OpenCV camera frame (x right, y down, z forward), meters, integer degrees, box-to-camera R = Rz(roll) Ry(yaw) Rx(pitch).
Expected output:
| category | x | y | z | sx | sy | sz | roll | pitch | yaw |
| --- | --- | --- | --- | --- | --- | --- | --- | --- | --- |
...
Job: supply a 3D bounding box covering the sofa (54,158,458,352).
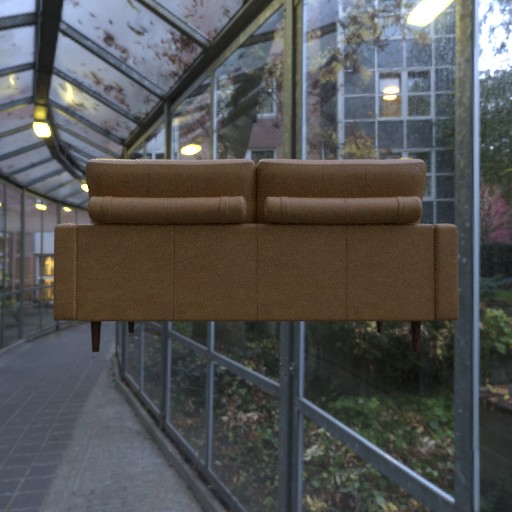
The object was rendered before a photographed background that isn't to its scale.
| category | x | y | z | sx | sy | sz | roll | pitch | yaw |
| --- | --- | --- | --- | --- | --- | --- | --- | --- | --- |
| sofa | 0.000 | 0.000 | 2.340 | 1.821 | 0.898 | 0.850 | 0 | -1 | 0 |
